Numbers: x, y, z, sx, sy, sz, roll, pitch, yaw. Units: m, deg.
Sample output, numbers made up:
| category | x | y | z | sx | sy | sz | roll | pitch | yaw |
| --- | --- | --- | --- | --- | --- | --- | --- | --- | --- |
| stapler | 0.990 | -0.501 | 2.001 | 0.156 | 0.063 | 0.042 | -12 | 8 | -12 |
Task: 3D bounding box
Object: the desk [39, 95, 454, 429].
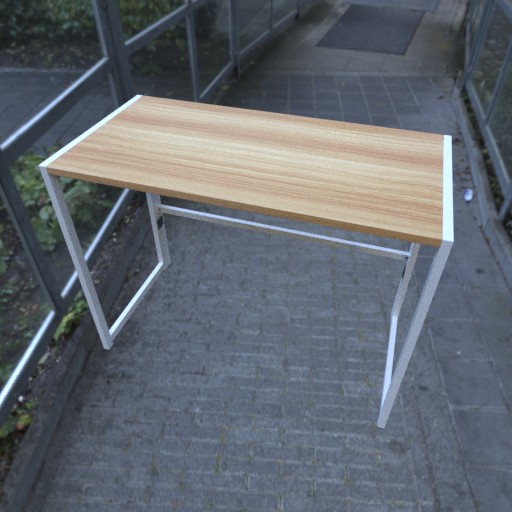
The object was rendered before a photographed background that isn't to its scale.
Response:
| category | x | y | z | sx | sy | sz | roll | pitch | yaw |
| --- | --- | --- | --- | --- | --- | --- | --- | --- | --- |
| desk | 0.000 | 0.000 | 1.452 | 1.016 | 0.762 | 0.508 | 12 | 42 | 14 |
